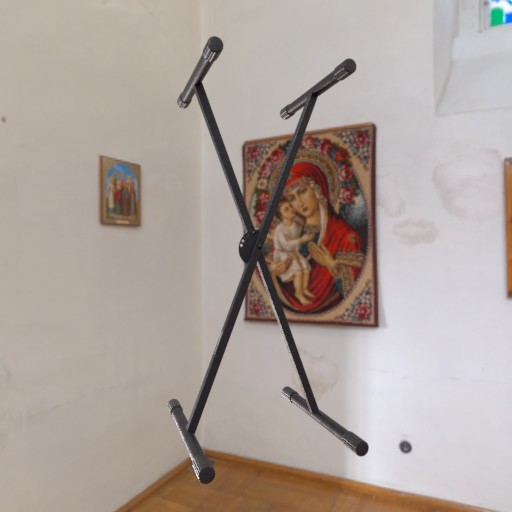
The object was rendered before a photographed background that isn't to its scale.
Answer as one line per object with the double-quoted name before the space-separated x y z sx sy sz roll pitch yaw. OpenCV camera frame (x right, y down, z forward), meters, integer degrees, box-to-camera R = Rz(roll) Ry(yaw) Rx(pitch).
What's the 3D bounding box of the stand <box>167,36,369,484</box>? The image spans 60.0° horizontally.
"stand" 0.000 0.000 1.186 0.409 0.940 0.449 0 1 -19
